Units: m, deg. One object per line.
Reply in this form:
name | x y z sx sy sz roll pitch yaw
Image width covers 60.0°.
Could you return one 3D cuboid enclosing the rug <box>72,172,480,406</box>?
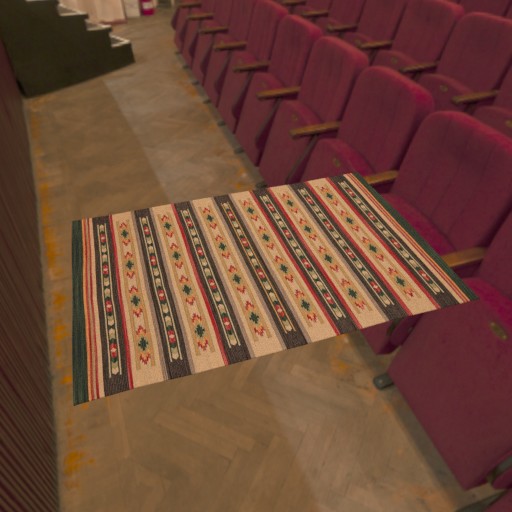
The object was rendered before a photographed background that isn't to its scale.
rug | 0.000 0.000 2.303 1.825 0.009 1.221 -12 42 -13
